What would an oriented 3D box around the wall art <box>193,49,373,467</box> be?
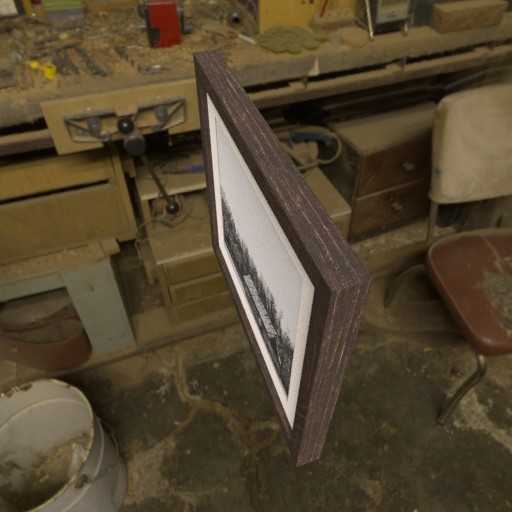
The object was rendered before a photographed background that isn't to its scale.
[{"bbox_3d":[0.000,0.000,0.526,0.031,0.330,0.381,-14,49,-13],"label":"wall art"}]
